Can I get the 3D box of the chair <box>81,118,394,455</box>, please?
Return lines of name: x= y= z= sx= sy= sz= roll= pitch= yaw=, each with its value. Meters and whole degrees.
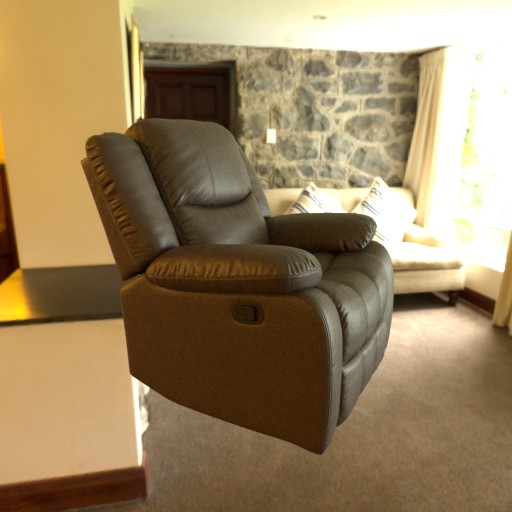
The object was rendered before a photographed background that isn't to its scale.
chair: x=0.000 y=0.000 z=1.692 sx=0.934 sy=1.009 sz=0.899 roll=8 pitch=16 yaw=28
